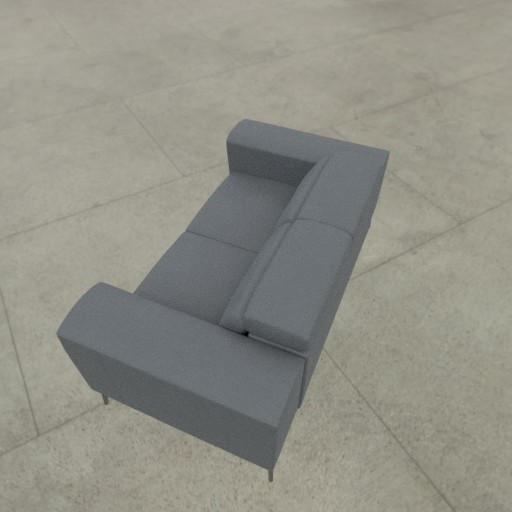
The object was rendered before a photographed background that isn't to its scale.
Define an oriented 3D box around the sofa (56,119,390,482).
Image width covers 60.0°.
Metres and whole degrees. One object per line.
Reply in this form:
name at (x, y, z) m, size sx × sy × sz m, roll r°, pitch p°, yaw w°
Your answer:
sofa at (0.000, 0.000, 2.425) m, size 1.003 × 0.779 × 1.895 m, roll 18°, pitch 49°, yaw 16°
